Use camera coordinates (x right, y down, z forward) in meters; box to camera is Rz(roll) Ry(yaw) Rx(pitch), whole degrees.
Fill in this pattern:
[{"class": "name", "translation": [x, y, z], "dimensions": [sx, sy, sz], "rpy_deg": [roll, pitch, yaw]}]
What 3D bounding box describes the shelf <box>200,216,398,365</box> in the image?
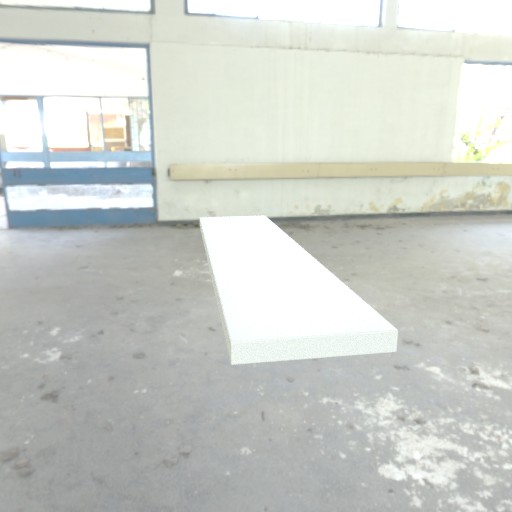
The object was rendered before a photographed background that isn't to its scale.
[{"class": "shelf", "translation": [0.000, 0.000, 0.651], "dimensions": [0.140, 0.020, 0.610], "rpy_deg": [-2, 14, -9]}]
